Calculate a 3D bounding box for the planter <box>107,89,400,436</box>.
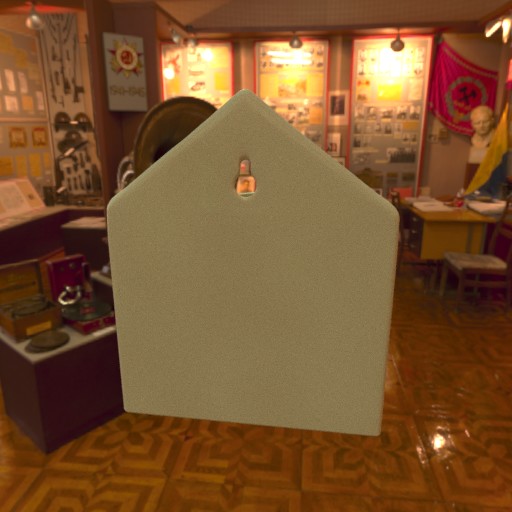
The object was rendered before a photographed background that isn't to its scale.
[{"bbox_3d":[0.000,0.000,0.287,0.164,0.197,0.079,2,16,8],"label":"planter"}]
